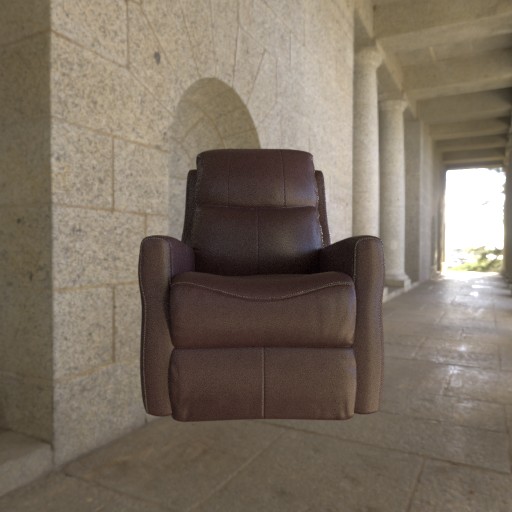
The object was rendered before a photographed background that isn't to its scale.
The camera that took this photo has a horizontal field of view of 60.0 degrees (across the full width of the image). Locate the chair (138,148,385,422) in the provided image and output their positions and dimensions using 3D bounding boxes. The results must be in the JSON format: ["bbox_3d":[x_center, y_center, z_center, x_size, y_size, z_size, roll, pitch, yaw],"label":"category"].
[{"bbox_3d":[0.000,0.000,1.797,0.829,1.030,1.080,0,1,-2],"label":"chair"}]
